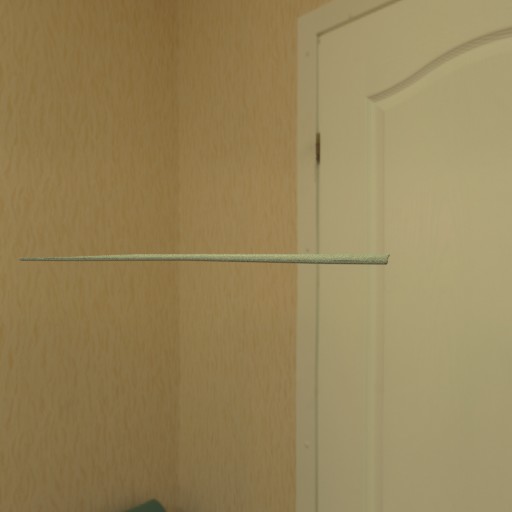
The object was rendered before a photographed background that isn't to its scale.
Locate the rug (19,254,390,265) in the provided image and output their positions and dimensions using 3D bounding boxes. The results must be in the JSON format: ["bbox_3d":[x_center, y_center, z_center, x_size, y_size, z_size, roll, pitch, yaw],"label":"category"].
[{"bbox_3d":[0.000,0.000,4.259,2.461,0.046,3.237,0,1,17],"label":"rug"}]
